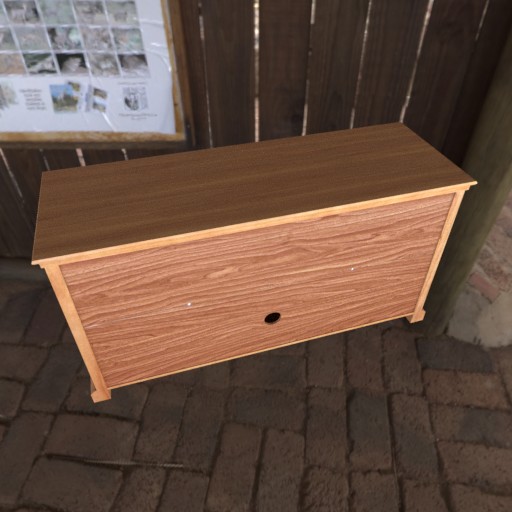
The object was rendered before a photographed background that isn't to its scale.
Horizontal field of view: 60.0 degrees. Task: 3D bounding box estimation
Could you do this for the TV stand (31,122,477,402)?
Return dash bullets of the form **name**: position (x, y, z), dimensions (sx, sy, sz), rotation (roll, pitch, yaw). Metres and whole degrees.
- **TV stand**: position (0.000, 0.000, 1.466), dimensions (1.181, 0.607, 0.417), rotation (-11, 42, -13)
